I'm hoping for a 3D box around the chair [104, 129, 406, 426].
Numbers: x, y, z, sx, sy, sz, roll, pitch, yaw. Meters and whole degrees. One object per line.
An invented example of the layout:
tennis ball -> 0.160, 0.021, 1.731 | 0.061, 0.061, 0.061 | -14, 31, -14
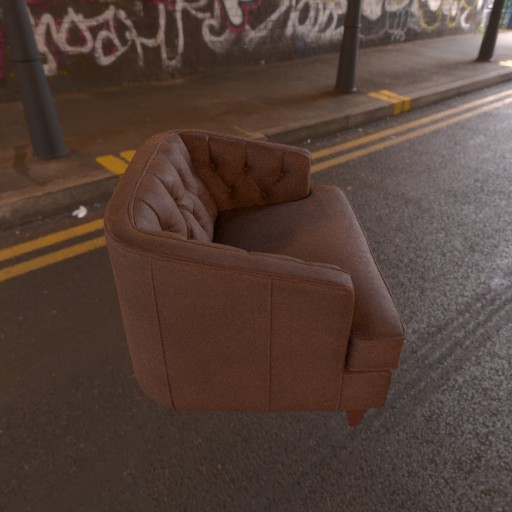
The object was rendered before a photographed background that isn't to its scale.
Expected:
chair -> 0.000, 0.000, 1.748 | 0.914, 0.787, 1.118 | 0, 33, -1
